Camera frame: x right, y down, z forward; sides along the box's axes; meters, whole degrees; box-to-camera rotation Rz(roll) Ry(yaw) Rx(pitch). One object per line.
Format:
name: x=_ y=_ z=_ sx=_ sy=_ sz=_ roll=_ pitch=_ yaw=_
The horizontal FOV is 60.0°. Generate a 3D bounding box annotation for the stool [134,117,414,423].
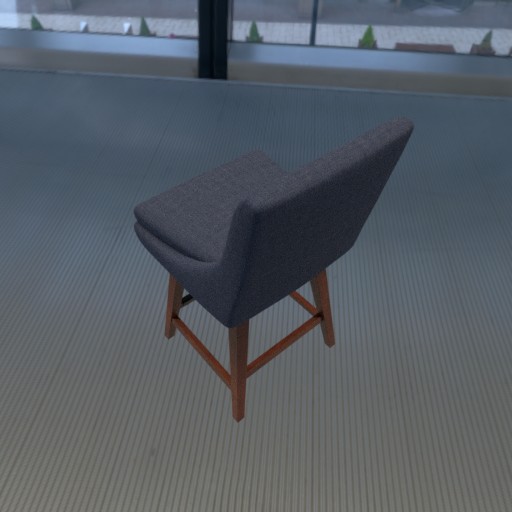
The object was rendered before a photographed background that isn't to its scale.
stool: x=0.000 y=0.000 z=1.226 sx=0.467 sy=0.895 sz=0.524 roll=-31 pitch=54 yaw=-27
